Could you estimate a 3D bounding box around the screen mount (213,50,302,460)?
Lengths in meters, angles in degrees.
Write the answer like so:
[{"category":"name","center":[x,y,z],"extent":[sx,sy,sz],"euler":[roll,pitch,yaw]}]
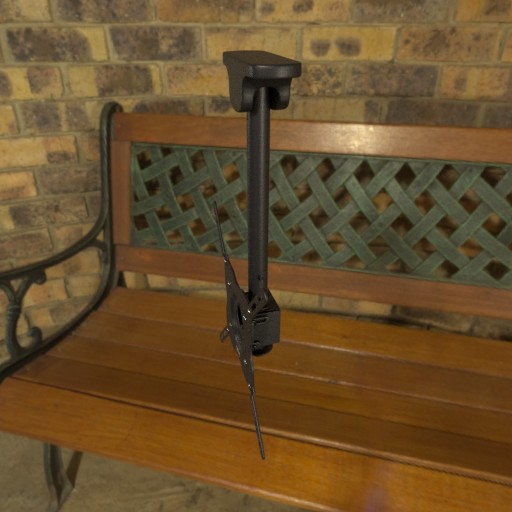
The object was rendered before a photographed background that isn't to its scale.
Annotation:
[{"category":"screen mount","center":[0.000,0.000,0.883],"extent":[0.090,0.729,0.393],"euler":[-9,31,-14]}]
